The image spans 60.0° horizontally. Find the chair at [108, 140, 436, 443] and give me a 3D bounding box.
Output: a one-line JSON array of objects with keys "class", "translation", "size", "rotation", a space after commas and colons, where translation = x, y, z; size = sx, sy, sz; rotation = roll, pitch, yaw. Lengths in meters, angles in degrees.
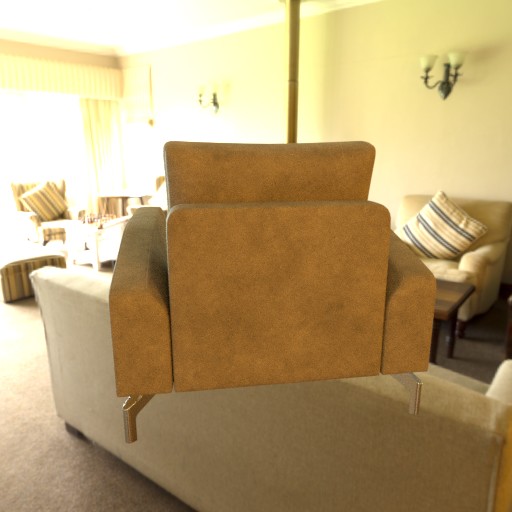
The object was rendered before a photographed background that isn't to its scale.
[{"class": "chair", "translation": [0.000, 0.000, 1.599], "size": [0.900, 0.800, 0.900], "rotation": [-2, 14, -9]}]
